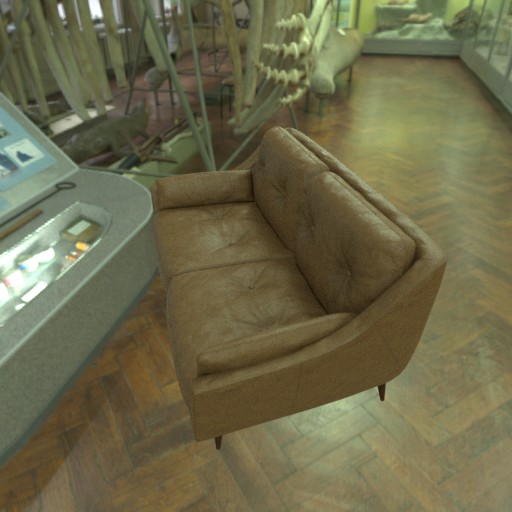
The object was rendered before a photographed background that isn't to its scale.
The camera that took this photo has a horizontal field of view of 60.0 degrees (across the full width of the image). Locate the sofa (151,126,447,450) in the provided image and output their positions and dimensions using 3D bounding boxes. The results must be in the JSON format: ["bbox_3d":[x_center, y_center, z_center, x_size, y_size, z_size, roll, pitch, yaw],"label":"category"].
[{"bbox_3d":[0.000,0.000,2.257,0.981,0.886,1.731,-9,33,-13],"label":"sofa"}]
